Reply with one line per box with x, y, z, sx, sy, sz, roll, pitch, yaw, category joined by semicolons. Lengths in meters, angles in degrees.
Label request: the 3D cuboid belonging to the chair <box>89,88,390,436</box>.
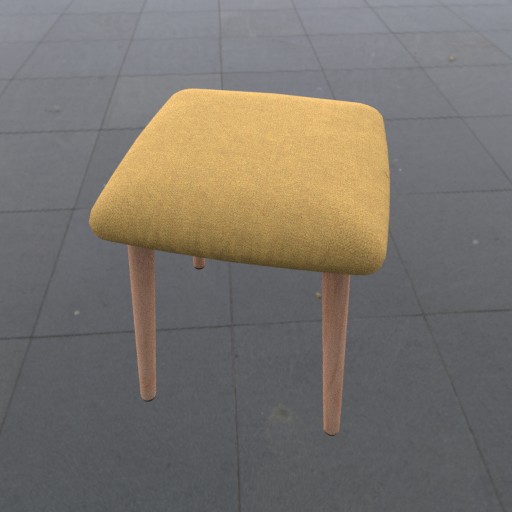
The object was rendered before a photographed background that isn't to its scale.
0.000;0.000;0.717;0.350;0.440;0.350;8;46;8;chair
